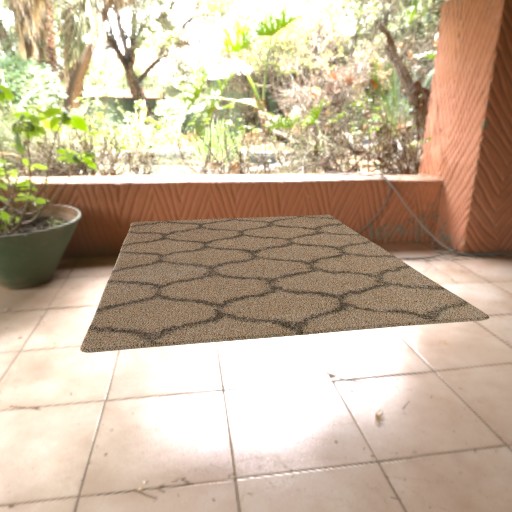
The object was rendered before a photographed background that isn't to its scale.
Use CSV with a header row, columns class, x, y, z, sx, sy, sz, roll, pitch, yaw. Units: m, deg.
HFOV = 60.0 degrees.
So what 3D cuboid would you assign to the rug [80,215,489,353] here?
class,x,y,z,sx,sy,sz,roll,pitch,yaw
rug,0.000,0.000,3.914,2.399,0.026,3.000,-3,18,-9
